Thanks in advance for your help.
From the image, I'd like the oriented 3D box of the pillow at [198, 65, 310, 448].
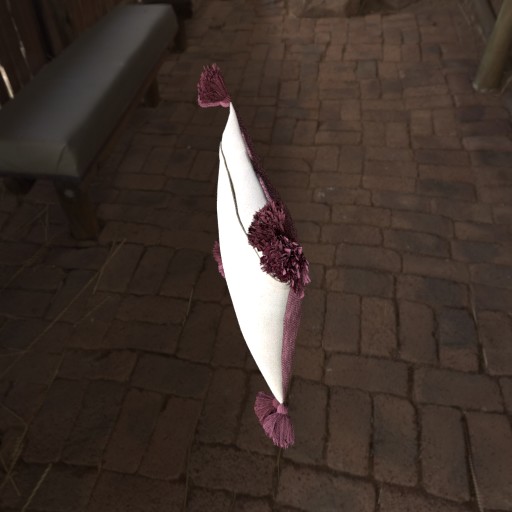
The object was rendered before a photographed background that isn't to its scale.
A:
[{"bbox_3d":[0.000,0.000,0.973,0.138,0.659,0.641,-10,47,-10],"label":"pillow"}]
